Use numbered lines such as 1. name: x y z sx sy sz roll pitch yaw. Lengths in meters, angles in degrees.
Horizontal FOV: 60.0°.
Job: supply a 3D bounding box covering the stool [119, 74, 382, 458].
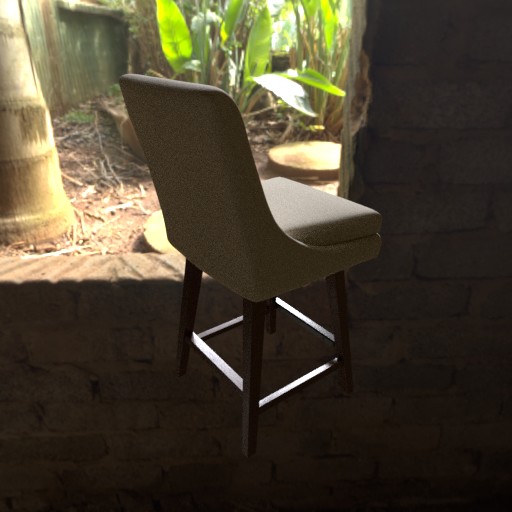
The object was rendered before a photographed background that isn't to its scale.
1. stool: 0.000 0.000 1.296 0.559 0.991 0.483 -19 32 -33
